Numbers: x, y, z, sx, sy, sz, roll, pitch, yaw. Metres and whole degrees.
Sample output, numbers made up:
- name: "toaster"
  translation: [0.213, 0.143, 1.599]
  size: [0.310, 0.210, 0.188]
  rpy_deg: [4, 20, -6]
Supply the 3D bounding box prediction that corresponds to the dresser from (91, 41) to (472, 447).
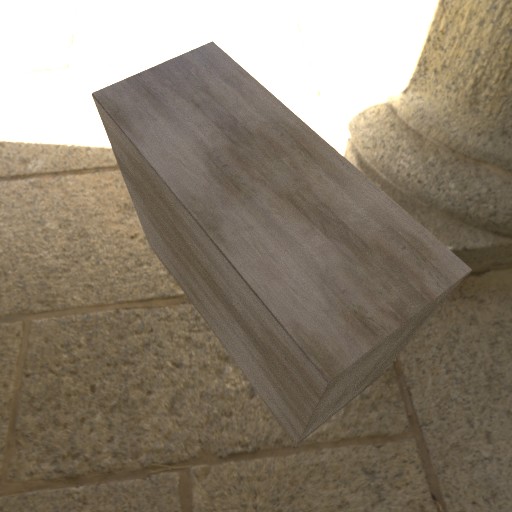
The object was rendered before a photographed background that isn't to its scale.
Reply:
- name: "dresser"
  translation: [0.000, 0.000, 1.429]
  size: [0.404, 0.816, 0.994]
  rpy_deg: [-32, 64, -18]
